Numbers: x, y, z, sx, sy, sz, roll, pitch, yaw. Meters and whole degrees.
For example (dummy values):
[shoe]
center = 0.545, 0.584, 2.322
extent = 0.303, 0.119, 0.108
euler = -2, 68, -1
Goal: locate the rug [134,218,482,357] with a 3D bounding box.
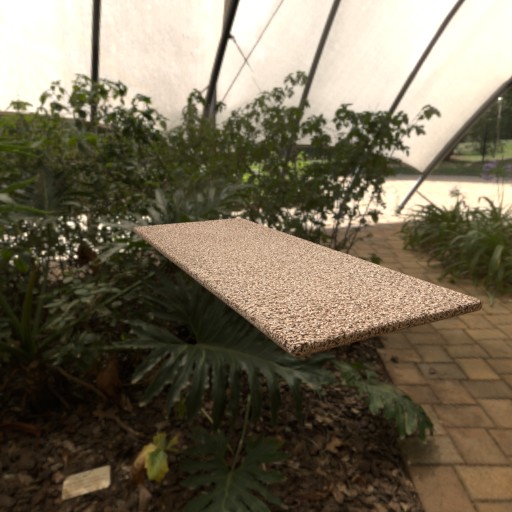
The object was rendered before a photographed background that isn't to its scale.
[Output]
[rug]
center = 0.000, 0.000, 1.723
extent = 0.609, 0.030, 1.524
euler = -7, 16, -27
